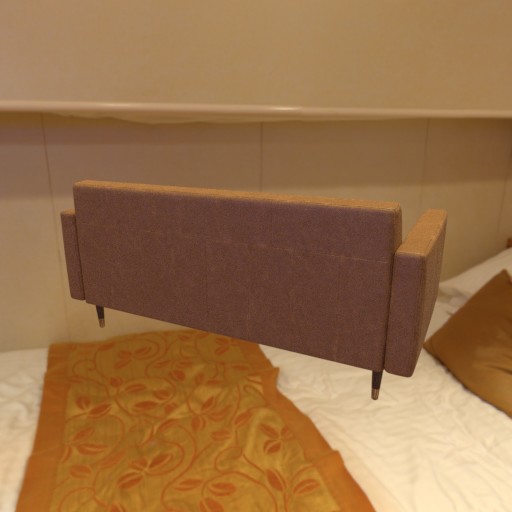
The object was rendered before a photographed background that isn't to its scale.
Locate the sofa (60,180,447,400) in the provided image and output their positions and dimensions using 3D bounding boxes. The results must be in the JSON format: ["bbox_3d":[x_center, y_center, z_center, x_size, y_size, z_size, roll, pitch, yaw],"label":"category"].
[{"bbox_3d":[0.000,0.000,2.412,1.847,0.821,0.993,8,18,26],"label":"sofa"}]
